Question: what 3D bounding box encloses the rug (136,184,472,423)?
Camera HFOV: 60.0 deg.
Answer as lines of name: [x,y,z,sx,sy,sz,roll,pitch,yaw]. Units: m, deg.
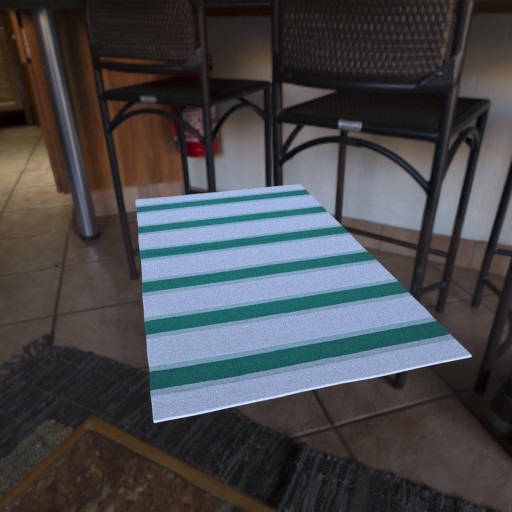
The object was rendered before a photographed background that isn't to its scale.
rug: [0.000,0.000,2.997,1.521,0.015,2.436,-8,31,-13]
